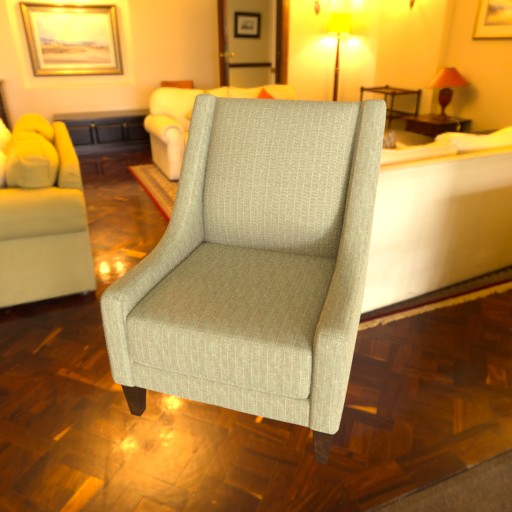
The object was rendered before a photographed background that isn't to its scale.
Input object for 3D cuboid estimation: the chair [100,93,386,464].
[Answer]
[{"bbox_3d":[0.000,0.000,1.594,0.774,1.014,0.870,8,27,16],"label":"chair"}]
